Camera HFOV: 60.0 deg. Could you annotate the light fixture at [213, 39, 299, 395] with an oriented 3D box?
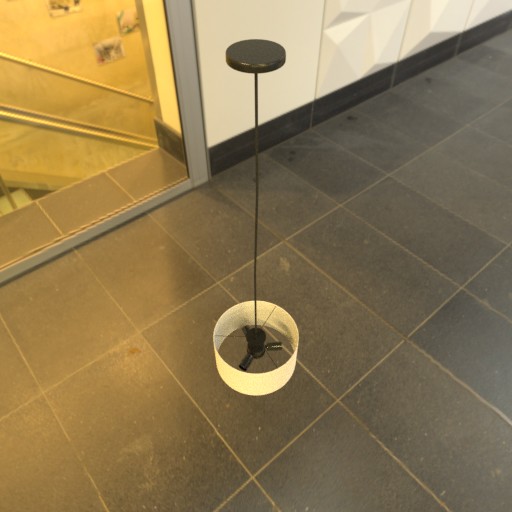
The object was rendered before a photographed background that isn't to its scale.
[{"bbox_3d":[0.000,0.000,1.667,0.399,1.516,0.399,0,48,0],"label":"light fixture"}]
